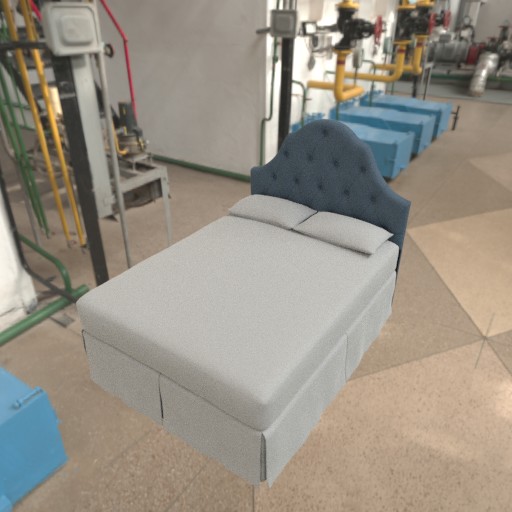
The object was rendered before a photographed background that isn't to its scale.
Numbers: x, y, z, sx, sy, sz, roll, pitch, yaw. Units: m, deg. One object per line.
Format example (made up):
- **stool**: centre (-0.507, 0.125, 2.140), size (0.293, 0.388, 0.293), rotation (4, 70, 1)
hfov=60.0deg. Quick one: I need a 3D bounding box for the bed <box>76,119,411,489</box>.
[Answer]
- **bed**: centre (0.000, 0.000, 3.259), size (1.636, 1.575, 2.155), rotation (19, 35, 30)
